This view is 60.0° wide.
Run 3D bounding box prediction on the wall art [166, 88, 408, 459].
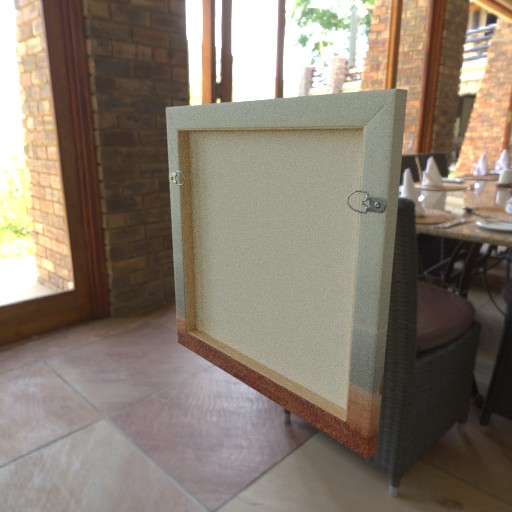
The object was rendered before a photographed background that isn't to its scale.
[{"bbox_3d":[0.000,0.000,0.611,0.023,0.405,0.405,-13,20,-40],"label":"wall art"}]
